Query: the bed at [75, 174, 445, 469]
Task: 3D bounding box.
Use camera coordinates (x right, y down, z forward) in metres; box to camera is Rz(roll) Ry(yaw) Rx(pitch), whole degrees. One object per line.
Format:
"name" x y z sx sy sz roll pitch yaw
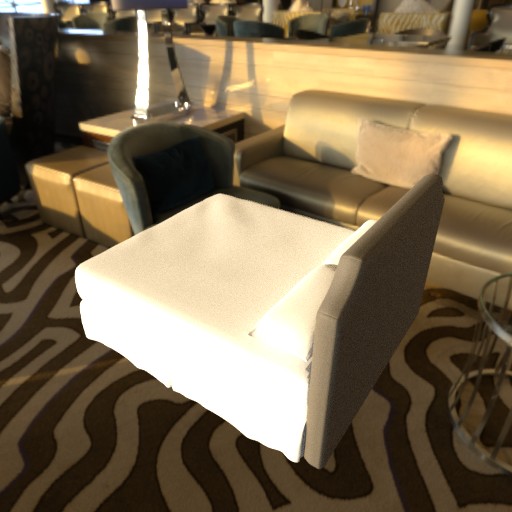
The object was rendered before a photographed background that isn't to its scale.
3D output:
"bed" 0.000 0.000 3.950 2.536 1.561 2.194 20 36 29
